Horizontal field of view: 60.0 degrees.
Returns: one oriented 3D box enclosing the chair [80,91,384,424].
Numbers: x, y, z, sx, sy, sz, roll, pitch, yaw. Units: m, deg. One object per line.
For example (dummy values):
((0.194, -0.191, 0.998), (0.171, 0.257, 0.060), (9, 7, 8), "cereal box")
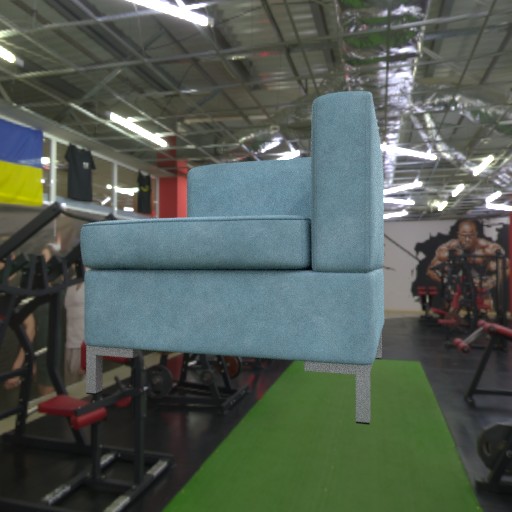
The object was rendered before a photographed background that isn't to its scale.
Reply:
((0.000, 0.000, 1.246), (0.691, 0.660, 0.684), (0, -1, 18), "chair")
